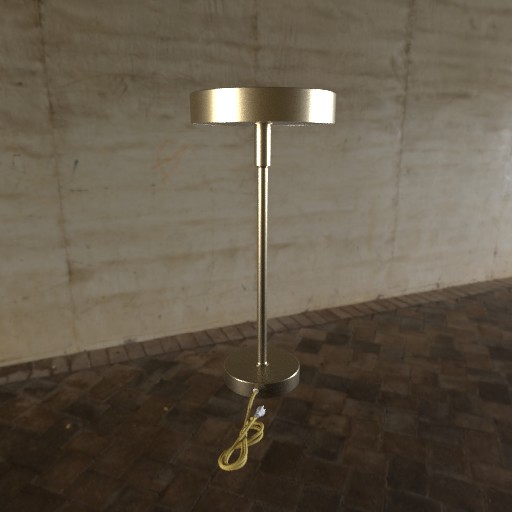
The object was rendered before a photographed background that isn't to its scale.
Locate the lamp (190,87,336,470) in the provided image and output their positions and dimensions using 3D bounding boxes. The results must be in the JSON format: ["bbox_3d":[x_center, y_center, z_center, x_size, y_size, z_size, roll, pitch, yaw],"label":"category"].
[{"bbox_3d":[0.000,0.000,0.697,0.229,0.508,0.369,2,15,8],"label":"lamp"}]
